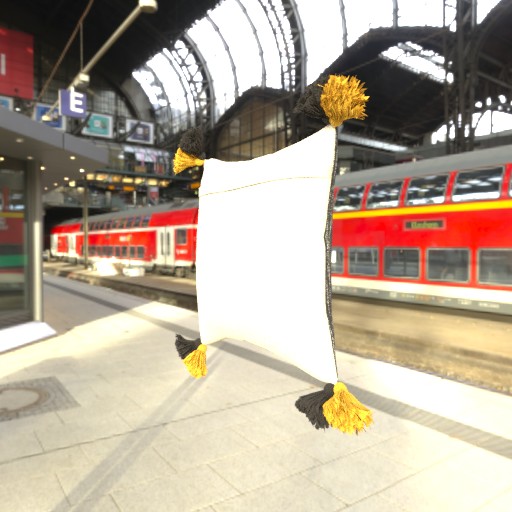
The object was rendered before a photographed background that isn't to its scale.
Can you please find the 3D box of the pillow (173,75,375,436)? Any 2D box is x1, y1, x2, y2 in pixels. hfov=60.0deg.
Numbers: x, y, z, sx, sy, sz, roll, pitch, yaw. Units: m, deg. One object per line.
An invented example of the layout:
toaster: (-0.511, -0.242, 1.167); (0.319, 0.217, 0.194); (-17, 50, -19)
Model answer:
pillow: (0.000, 0.000, 0.983); (0.139, 0.659, 0.654); (-1, 2, -37)
